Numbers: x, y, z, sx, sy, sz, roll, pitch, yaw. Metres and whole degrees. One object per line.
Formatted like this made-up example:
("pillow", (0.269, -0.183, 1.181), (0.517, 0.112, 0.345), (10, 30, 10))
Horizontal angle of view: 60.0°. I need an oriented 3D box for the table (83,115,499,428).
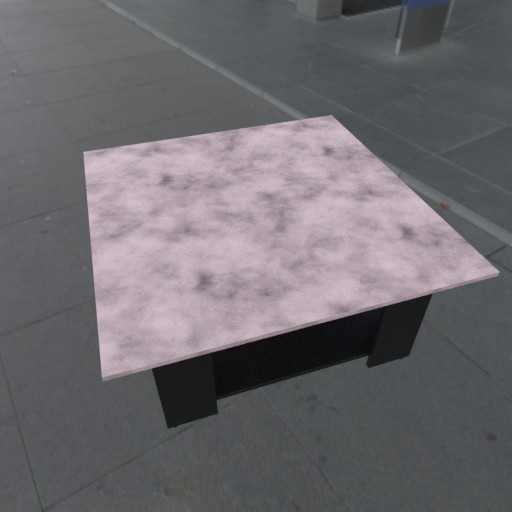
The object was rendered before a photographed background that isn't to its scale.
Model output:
("table", (0.000, 0.000, 1.029), (0.670, 0.305, 0.670), (-12, 43, -14))
